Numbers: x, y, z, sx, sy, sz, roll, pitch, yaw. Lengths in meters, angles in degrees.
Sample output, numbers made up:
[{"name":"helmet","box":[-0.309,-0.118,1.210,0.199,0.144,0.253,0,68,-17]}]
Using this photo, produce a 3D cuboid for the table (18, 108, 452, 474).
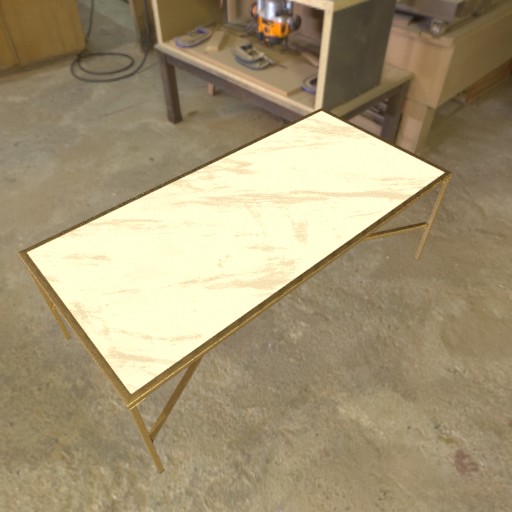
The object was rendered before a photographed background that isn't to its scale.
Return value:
[{"name":"table","box":[0.000,0.000,1.457,1.197,0.405,0.577,-33,54,-27]}]
